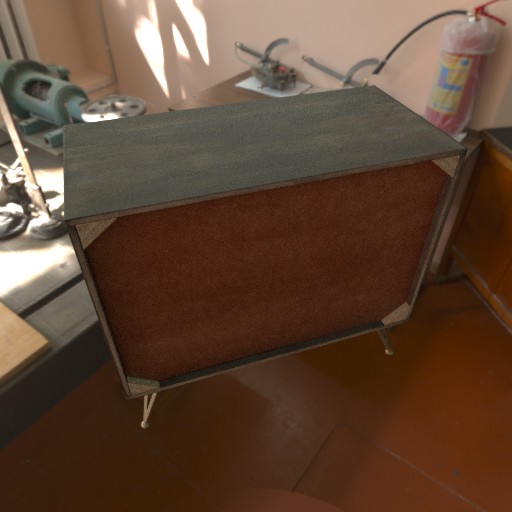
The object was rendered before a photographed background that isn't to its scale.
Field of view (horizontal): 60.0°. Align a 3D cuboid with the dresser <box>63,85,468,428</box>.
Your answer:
[{"bbox_3d":[0.000,0.000,1.378,0.923,0.801,0.453,-12,42,-14],"label":"dresser"}]
